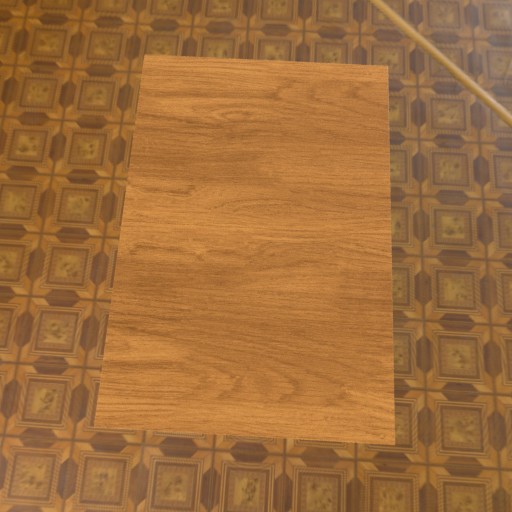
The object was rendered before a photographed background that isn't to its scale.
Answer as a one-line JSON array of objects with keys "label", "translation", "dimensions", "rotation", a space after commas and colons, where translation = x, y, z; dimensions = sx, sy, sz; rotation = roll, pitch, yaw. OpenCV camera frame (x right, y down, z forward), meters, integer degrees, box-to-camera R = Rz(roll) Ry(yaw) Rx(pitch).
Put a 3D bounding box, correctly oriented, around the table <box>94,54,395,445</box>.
[{"label": "table", "translation": [0.000, 0.000, 1.852], "dimensions": [0.900, 0.770, 1.300], "rotation": [3, 76, 1]}]
